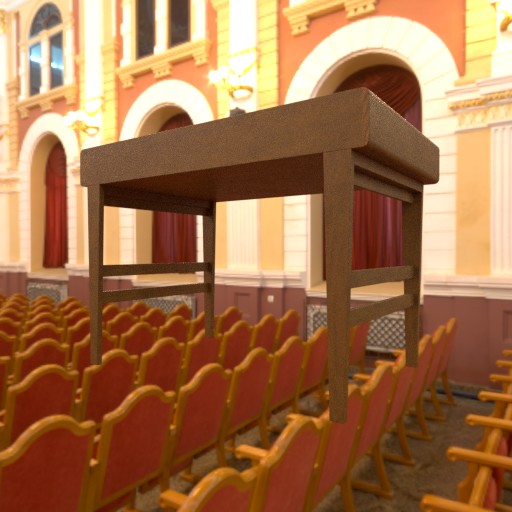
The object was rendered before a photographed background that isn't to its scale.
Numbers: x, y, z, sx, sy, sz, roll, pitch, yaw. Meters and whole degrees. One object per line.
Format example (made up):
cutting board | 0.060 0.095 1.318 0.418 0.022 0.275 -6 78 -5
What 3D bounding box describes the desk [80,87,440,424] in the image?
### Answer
desk | 0.000 0.000 1.546 1.066 0.754 0.660 0 1 35
